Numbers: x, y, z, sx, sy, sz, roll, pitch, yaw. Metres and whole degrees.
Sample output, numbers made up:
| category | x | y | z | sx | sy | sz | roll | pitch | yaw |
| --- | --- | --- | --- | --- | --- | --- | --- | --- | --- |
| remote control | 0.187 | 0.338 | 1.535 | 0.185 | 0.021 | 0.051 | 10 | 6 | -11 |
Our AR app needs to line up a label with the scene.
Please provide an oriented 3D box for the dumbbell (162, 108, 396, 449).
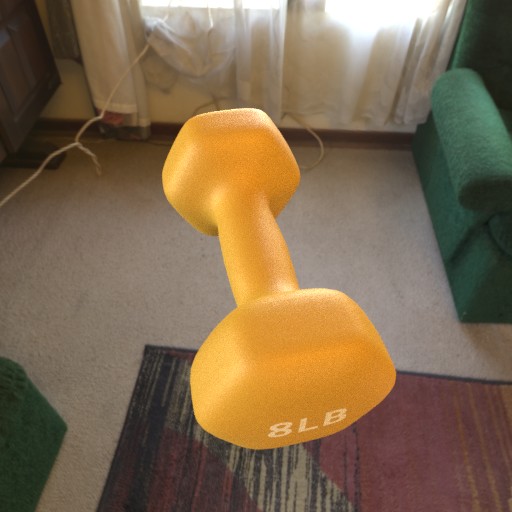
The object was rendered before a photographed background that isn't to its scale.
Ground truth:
| category | x | y | z | sx | sy | sz | roll | pitch | yaw |
| --- | --- | --- | --- | --- | --- | --- | --- | --- | --- |
| dumbbell | 0.000 | 0.000 | 0.242 | 0.090 | 0.082 | 0.190 | -9 | 48 | -8 |
